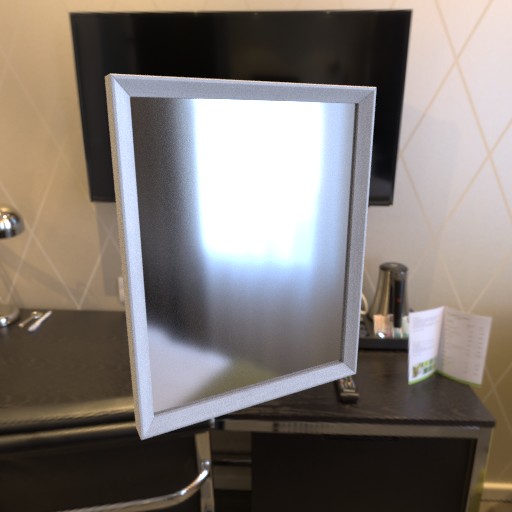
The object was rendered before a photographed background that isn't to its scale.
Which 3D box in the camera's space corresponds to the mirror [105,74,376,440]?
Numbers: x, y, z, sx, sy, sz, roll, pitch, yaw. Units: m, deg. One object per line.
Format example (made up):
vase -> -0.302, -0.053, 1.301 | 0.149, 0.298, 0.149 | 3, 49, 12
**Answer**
mirror -> 0.000, 0.000, 0.696 | 0.406, 0.509, 0.041 | -8, 18, -26
